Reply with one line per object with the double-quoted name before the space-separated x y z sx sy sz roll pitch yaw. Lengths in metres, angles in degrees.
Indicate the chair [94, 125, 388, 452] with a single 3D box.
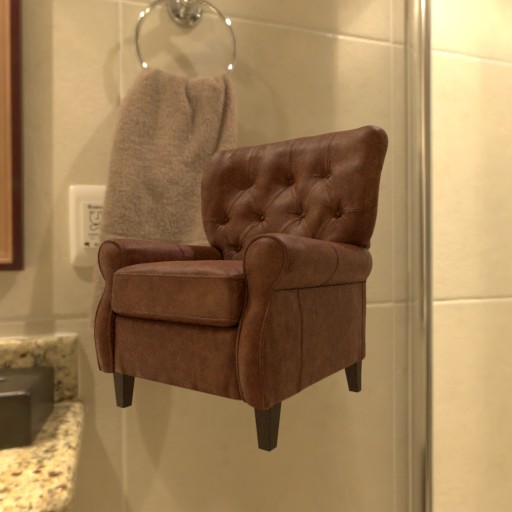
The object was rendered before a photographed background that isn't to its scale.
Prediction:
"chair" 0.000 0.000 1.871 0.951 1.164 1.059 0 0 35
